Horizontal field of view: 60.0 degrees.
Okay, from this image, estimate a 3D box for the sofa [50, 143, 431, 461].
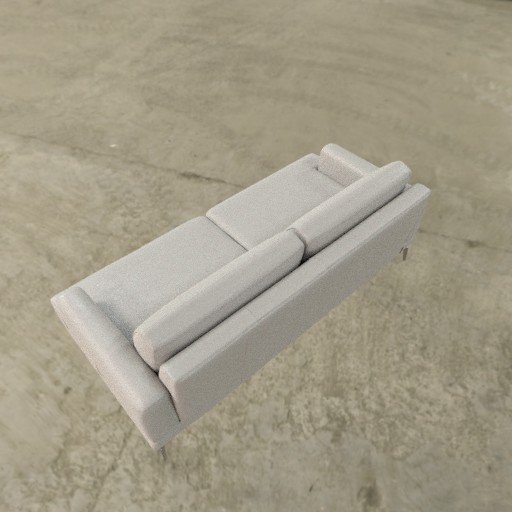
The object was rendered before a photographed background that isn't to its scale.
[{"bbox_3d":[0.000,0.000,2.399,1.940,0.765,0.974,-33,55,-27],"label":"sofa"}]
